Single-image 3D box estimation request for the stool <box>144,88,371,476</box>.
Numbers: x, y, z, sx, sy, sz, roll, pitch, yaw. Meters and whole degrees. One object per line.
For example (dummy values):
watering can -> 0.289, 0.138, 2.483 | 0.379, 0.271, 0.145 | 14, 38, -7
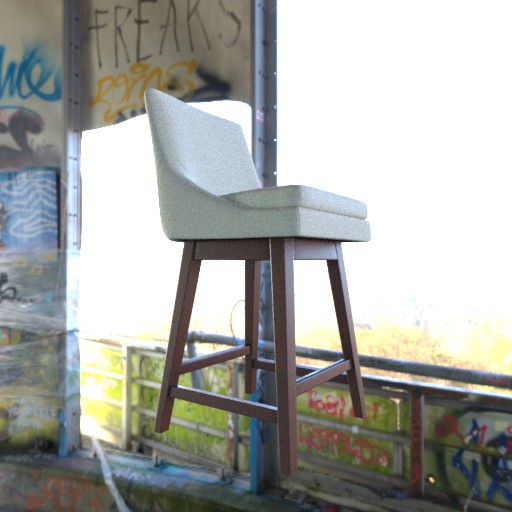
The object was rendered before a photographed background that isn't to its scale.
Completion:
stool -> 0.000, 0.000, 1.333 | 0.559, 0.991, 0.469 | 0, 0, 35
